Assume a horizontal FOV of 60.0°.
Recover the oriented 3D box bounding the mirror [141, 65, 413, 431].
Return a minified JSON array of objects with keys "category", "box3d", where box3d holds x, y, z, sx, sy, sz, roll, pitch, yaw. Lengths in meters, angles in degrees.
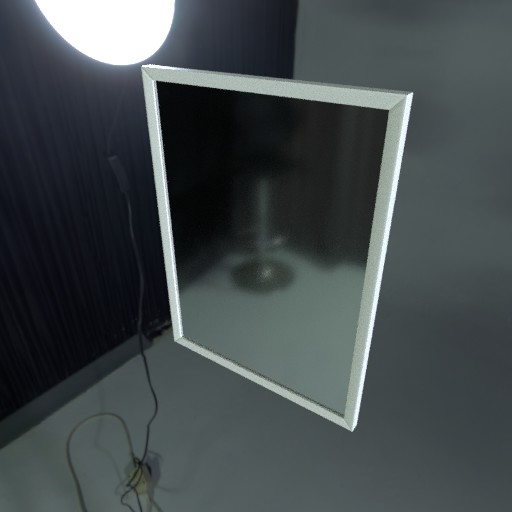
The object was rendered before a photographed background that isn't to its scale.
[{"category":"mirror","box3d":[0.000,0.000,1.342,0.762,1.016,0.040,19,35,29]}]
